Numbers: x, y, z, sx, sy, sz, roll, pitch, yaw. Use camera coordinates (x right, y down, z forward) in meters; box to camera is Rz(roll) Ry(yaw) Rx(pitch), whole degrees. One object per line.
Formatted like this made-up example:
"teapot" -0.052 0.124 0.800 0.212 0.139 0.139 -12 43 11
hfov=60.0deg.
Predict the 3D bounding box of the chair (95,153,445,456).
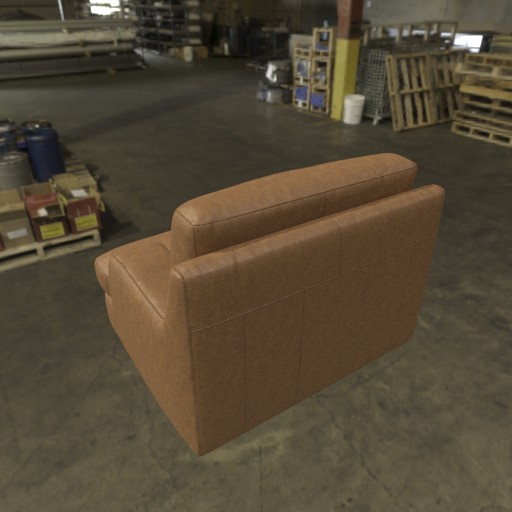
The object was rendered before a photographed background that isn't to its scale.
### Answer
"chair" 0.000 0.000 2.043 1.276 0.978 1.050 -19 35 -29
